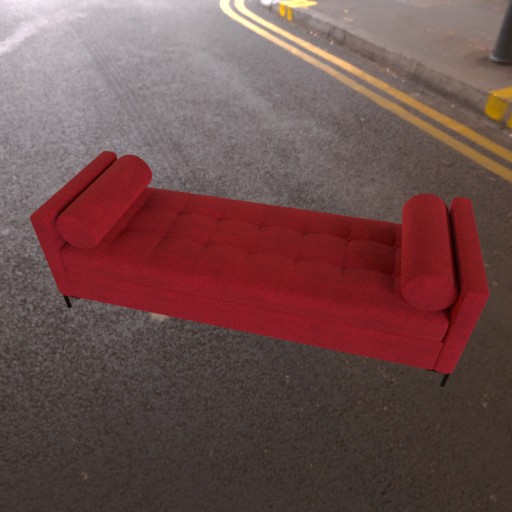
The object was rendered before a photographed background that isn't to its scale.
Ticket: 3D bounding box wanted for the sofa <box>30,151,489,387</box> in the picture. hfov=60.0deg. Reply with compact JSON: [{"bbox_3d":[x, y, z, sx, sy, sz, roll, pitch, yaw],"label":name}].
[{"bbox_3d":[0.000,0.000,2.278,1.981,0.635,0.686,10,41,11],"label":"sofa"}]
